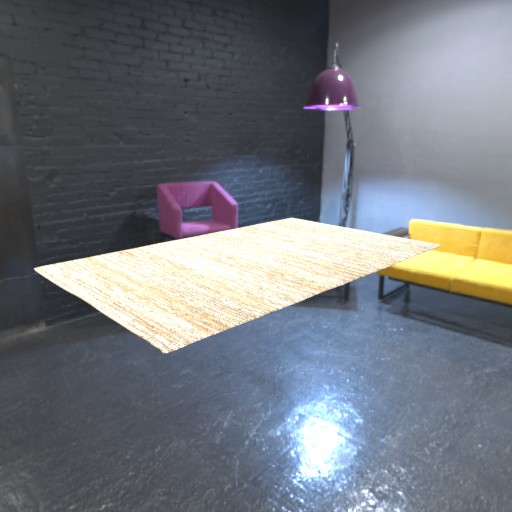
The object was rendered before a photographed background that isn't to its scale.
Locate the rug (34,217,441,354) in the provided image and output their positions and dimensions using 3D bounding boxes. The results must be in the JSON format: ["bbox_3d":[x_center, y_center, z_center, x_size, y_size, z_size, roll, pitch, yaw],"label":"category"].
[{"bbox_3d":[0.000,0.000,3.060,2.446,0.009,1.529,-15,21,-42],"label":"rug"}]
